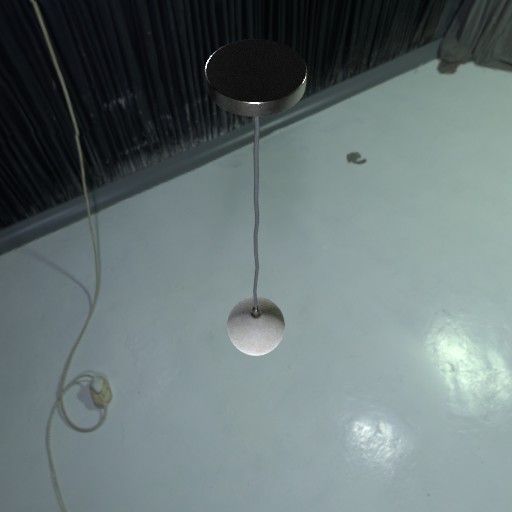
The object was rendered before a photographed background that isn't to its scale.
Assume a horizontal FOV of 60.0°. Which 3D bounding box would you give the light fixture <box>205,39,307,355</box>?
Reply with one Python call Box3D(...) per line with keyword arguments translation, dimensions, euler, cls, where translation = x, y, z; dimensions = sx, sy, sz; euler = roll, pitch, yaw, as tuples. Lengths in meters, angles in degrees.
Box3D(translation=(0.000, 0.000, 0.803), dimensions=(0.139, 0.764, 0.139), euler=(-33, 64, -19), cls="light fixture")
